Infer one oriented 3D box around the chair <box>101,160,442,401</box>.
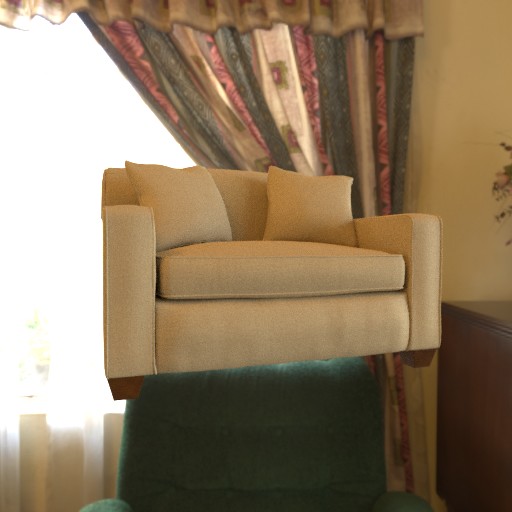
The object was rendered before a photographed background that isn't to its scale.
[{"bbox_3d":[0.000,0.000,2.095,1.383,0.948,1.000,0,1,-19],"label":"chair"}]
